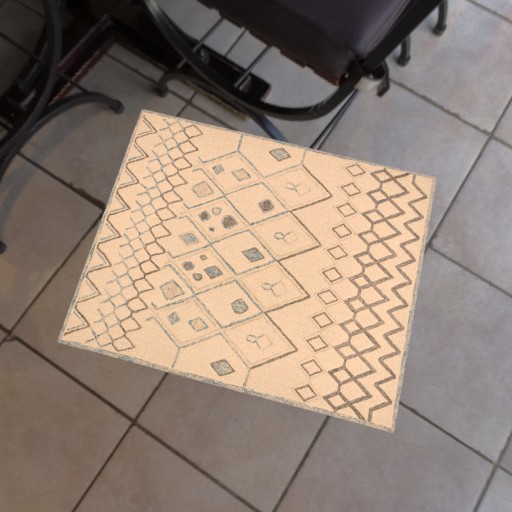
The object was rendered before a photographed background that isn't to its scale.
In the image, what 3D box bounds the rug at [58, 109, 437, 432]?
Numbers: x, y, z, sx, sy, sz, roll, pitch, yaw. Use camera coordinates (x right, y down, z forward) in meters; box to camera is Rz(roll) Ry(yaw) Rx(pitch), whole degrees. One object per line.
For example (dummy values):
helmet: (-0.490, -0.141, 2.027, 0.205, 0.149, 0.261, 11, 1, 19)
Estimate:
rug: (0.000, 0.000, 4.175, 3.056, 0.013, 2.441, 14, 76, 4)
